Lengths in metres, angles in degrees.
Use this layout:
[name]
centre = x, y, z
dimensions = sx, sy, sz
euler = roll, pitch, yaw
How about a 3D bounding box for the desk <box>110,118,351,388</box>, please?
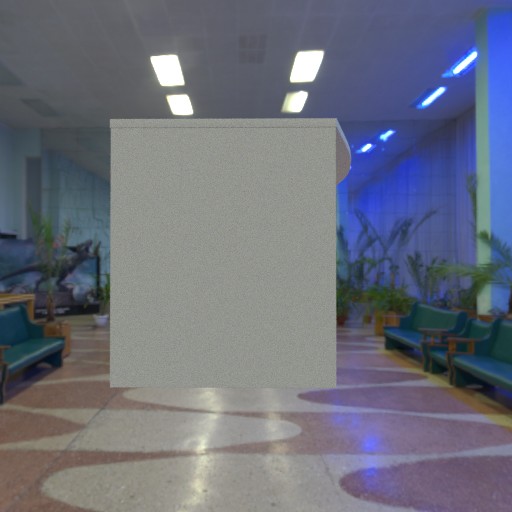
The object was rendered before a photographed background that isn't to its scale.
[desk]
centre = 0.000, 0.000, 2.034
dimensions = 0.802, 0.750, 1.600
euler = 0, -1, 1
